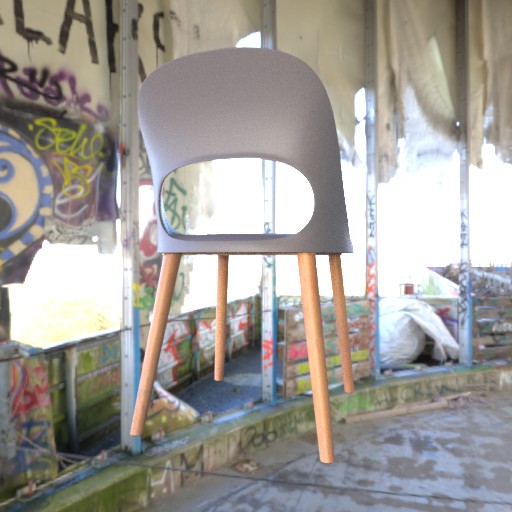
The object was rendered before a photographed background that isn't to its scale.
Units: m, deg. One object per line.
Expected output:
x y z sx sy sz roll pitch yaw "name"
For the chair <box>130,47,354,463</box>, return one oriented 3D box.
0.000 0.000 1.118 0.470 0.795 0.556 0 0 18 "chair"
